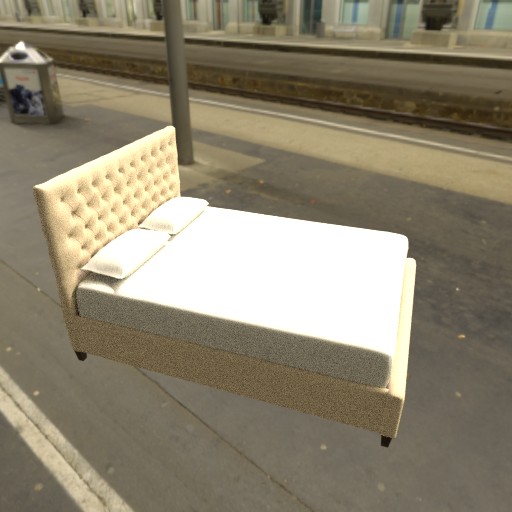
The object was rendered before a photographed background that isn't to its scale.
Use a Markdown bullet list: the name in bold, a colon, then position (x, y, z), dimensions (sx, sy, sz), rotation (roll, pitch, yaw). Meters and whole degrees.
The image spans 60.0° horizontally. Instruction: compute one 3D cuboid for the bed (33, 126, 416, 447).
- **bed**: position (0.000, 0.000, 3.404), dimensions (2.387, 1.427, 1.698), rotation (10, 31, 17)
